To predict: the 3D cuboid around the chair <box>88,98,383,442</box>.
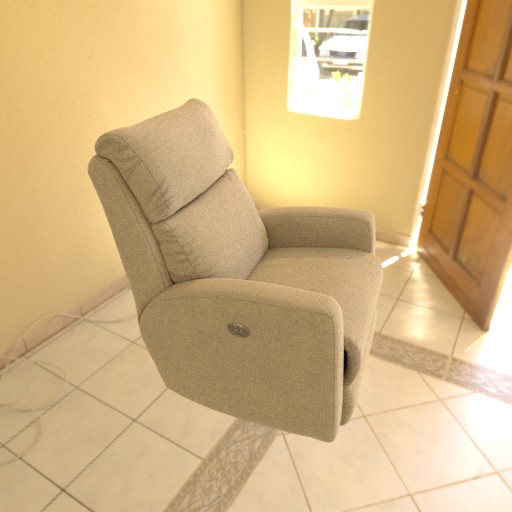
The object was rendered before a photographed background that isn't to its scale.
[{"bbox_3d":[0.000,0.000,1.701,0.940,1.021,0.794,11,32,18],"label":"chair"}]
